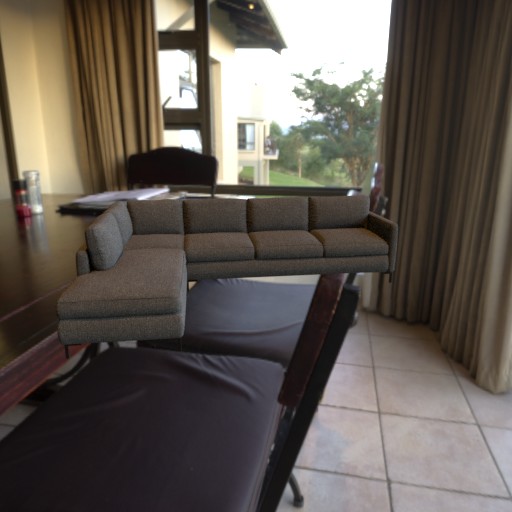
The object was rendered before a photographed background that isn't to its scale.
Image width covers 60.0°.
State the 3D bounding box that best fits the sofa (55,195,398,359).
[{"bbox_3d":[0.000,0.000,4.014,2.949,0.815,2.007,-2,16,-8],"label":"sofa"}]
